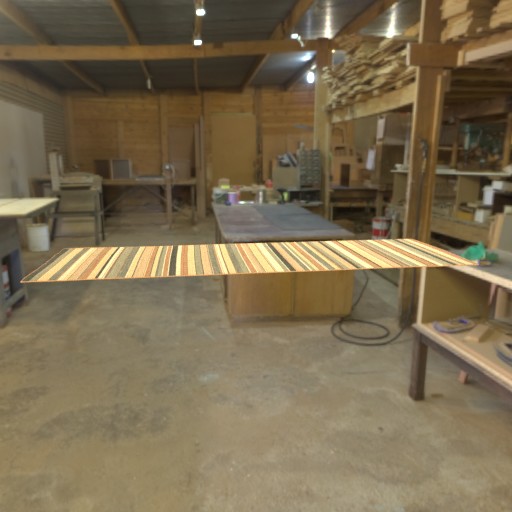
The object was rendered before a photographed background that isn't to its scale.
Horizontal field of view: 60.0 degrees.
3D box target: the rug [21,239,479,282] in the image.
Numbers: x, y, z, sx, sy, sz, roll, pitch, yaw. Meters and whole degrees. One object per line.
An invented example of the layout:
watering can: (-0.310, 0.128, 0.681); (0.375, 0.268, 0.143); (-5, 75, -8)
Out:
rug: (0.000, 0.000, 2.711); (2.444, 0.010, 0.799); (-2, 13, -8)
